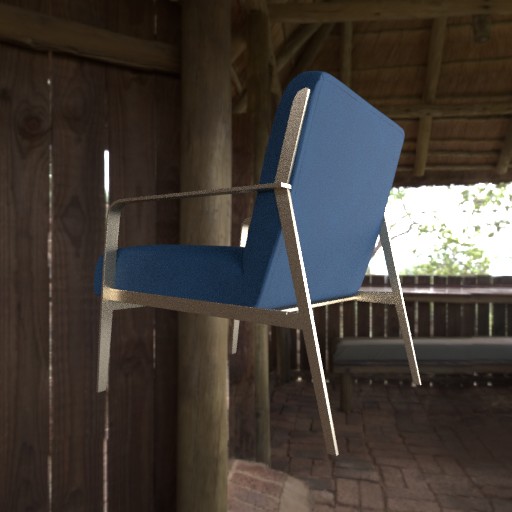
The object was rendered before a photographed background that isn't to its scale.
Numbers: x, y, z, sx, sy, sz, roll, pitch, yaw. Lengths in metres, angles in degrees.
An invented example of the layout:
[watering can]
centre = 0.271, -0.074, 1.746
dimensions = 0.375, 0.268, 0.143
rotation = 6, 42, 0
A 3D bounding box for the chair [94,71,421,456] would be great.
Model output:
[chair]
centre = 0.000, 0.000, 1.420
dimensions = 0.859, 0.831, 0.692
rotation = 0, 0, 36
